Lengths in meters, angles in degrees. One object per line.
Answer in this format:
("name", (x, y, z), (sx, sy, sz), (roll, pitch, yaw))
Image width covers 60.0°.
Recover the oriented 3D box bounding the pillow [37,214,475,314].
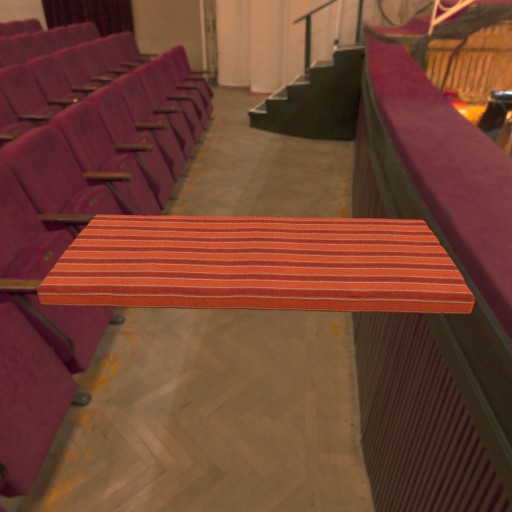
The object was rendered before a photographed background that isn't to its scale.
("pillow", (0.000, 0.000, 1.364), (1.187, 0.081, 0.492), (1, 31, 2))
